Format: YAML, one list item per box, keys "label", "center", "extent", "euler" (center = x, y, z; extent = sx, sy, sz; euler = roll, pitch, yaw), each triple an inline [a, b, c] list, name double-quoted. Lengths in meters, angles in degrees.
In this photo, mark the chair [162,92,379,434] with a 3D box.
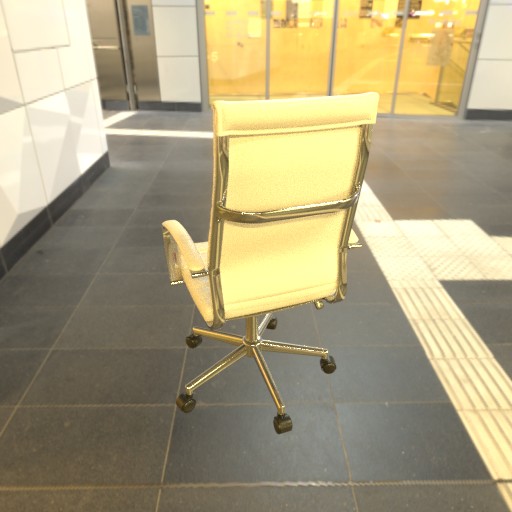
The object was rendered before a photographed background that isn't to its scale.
- label: "chair"
  center: [0.000, 0.000, 1.564]
  extent: [0.679, 1.149, 0.679]
  euler: [-10, 29, -18]
